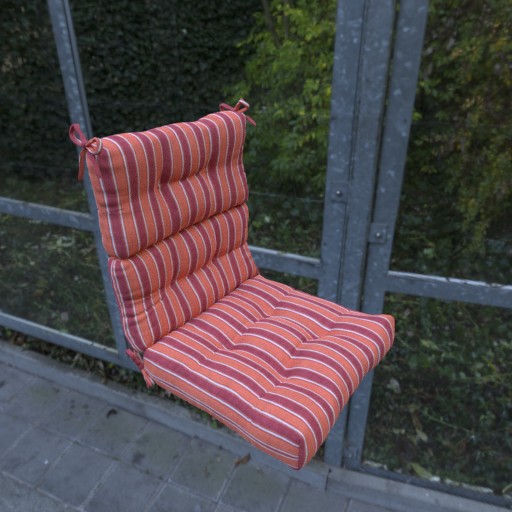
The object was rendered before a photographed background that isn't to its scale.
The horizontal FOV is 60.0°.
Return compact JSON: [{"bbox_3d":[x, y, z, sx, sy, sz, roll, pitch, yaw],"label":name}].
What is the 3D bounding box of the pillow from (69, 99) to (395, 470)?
[{"bbox_3d":[0.000,0.000,1.015,0.571,0.605,0.519,19,33,32],"label":"pillow"}]
